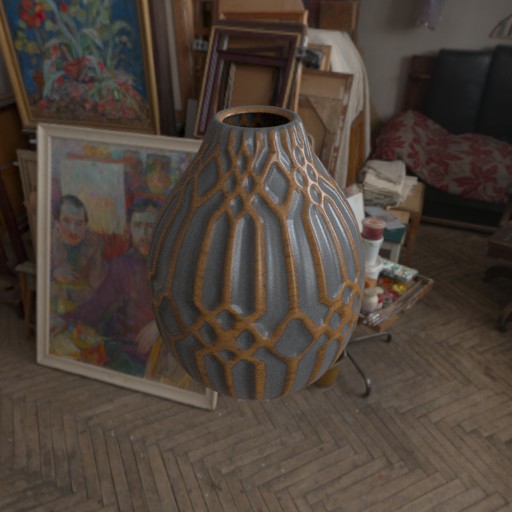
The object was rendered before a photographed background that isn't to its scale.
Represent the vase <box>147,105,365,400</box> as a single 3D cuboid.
[{"bbox_3d":[0.000,0.000,0.140,0.069,0.088,0.069,0,33,0],"label":"vase"}]
